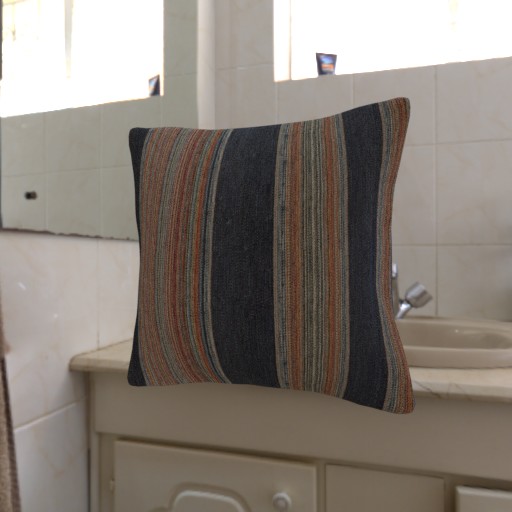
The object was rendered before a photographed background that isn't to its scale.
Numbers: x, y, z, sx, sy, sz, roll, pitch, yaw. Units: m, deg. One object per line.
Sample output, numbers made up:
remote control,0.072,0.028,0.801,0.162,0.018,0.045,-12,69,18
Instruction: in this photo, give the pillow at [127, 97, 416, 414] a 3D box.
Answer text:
pillow,0.000,0.000,0.648,0.437,0.419,0.136,0,-1,18
